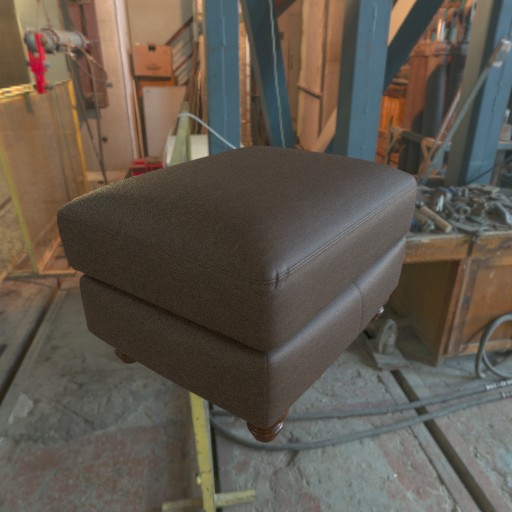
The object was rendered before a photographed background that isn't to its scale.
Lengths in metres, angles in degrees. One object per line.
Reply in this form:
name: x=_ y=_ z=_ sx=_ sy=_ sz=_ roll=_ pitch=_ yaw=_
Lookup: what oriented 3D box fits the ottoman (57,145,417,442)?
ottoman: x=0.000 y=0.000 z=1.216 sx=0.635 sy=0.508 sz=0.787 roll=17 pitch=30 yaw=32
